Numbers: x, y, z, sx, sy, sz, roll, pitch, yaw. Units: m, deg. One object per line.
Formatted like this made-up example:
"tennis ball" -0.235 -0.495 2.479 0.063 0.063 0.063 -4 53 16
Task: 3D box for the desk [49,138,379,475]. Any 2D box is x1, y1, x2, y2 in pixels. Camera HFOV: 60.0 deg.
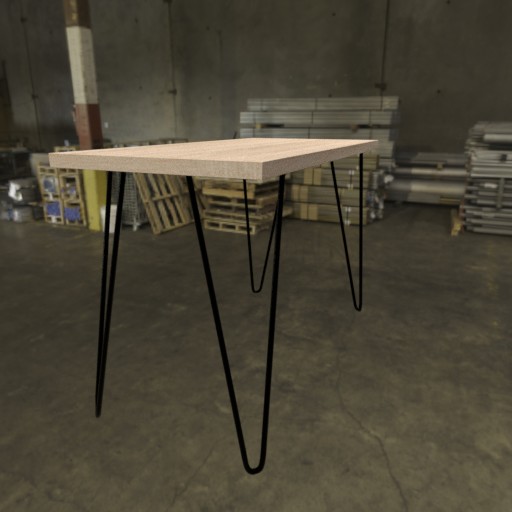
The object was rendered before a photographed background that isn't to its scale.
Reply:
"desk" 0.000 0.000 1.358 0.499 0.660 0.991 8 19 24
